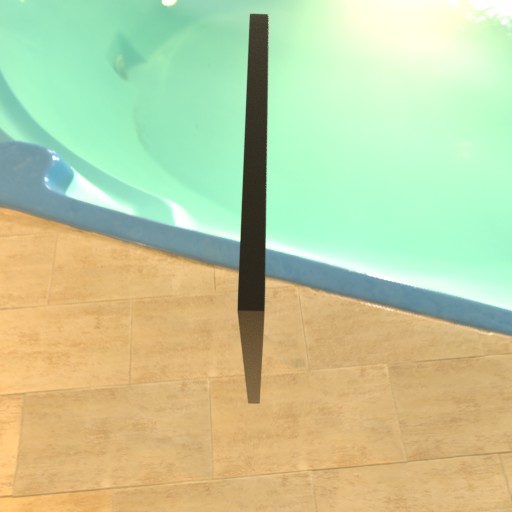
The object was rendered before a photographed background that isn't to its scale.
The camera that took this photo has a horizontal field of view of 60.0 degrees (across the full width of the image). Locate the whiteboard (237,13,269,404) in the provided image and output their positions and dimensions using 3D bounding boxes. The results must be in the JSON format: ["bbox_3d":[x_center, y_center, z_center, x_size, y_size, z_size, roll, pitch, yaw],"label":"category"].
[{"bbox_3d":[0.000,0.000,0.763,0.026,0.611,0.406,1,64,1],"label":"whiteboard"}]
